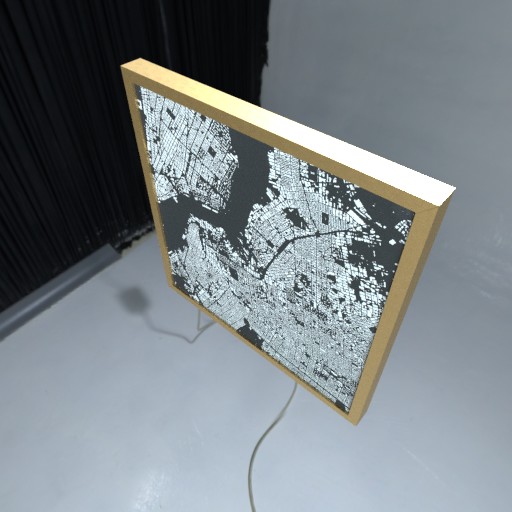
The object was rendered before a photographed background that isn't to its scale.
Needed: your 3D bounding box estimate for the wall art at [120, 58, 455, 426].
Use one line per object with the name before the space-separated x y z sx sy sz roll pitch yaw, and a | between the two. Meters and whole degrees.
wall art | 0.000 0.000 1.876 1.284 1.284 0.095 32 53 27
